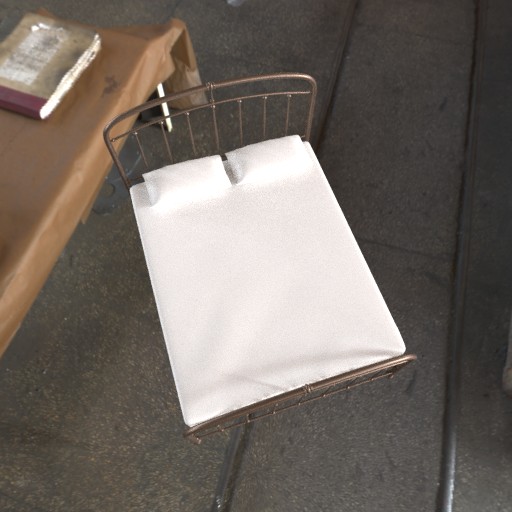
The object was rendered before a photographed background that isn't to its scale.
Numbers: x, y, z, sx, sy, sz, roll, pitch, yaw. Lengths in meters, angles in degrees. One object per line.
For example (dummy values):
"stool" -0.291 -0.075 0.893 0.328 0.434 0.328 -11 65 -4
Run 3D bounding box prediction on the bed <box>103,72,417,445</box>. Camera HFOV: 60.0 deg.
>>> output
"bed" 0.000 0.000 3.356 1.711 1.475 2.168 -16 65 -8
